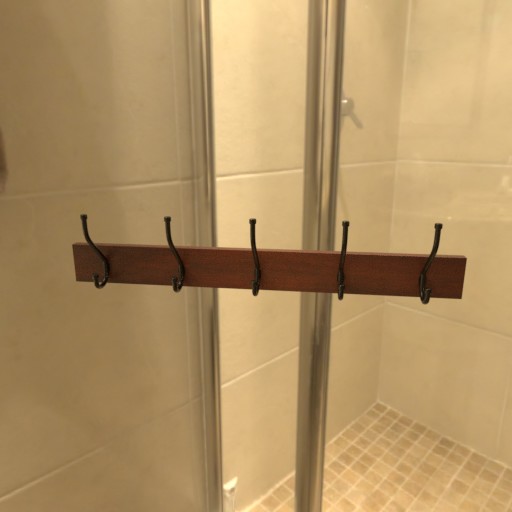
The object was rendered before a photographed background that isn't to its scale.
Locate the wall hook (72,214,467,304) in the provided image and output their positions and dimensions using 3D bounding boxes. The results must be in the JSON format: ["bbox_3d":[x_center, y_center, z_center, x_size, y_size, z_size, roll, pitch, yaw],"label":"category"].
[{"bbox_3d":[0.000,0.000,0.618,0.571,0.117,0.071,2,16,7],"label":"wall hook"}]
